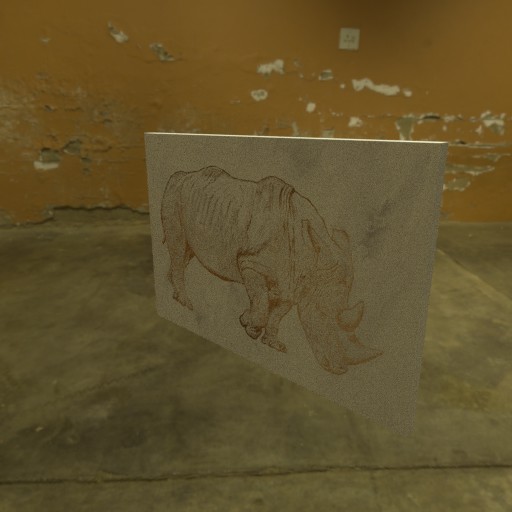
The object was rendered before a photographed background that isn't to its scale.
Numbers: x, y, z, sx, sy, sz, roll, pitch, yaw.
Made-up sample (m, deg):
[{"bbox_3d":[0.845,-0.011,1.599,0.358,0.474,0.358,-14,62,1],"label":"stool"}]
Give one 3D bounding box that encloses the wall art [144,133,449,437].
[{"bbox_3d":[0.000,0.000,1.171,0.915,0.610,0.038,15,23,41],"label":"wall art"}]
